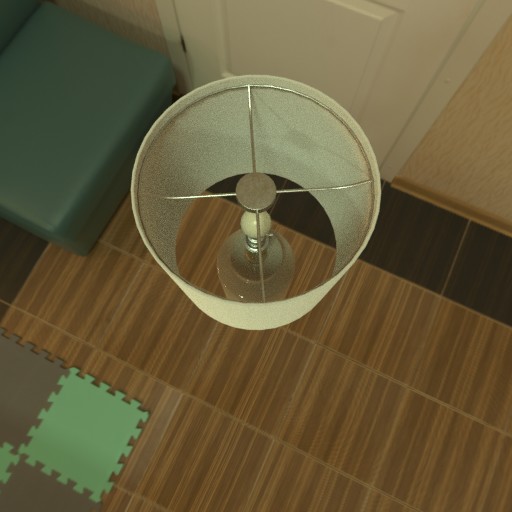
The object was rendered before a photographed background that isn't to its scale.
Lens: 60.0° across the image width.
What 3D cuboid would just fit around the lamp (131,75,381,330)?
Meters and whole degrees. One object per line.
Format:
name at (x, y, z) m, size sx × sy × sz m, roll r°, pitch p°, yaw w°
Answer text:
lamp at (0.000, 0.000, 0.613) m, size 0.212 × 0.493 × 0.212 m, roll -4°, pitch 75°, yaw -1°
